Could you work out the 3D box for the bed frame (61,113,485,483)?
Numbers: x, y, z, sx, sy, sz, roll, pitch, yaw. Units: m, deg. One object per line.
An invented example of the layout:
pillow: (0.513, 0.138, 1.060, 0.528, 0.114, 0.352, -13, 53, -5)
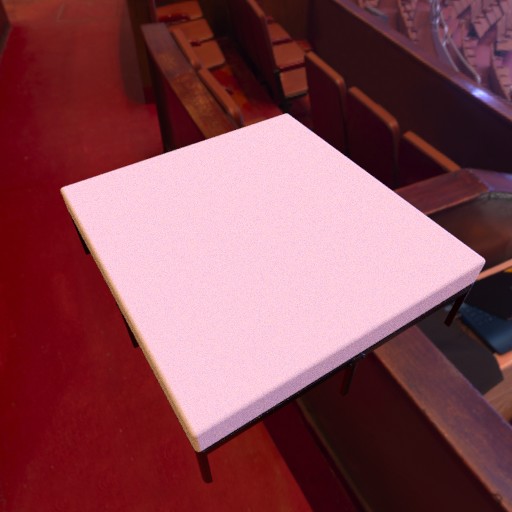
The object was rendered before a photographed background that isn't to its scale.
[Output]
bed frame: (0.000, 0.000, 3.099, 1.963, 0.659, 2.079, -25, 51, -22)
